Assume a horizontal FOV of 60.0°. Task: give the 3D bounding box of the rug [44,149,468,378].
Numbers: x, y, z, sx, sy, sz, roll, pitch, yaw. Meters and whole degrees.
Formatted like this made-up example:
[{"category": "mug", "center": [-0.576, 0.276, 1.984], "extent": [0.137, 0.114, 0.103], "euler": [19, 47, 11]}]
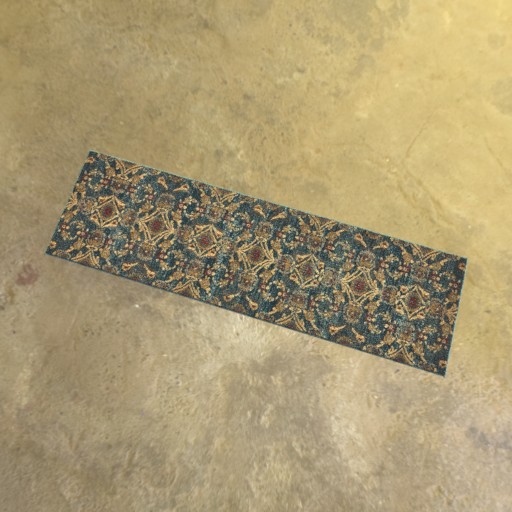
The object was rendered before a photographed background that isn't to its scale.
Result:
[{"category": "rug", "center": [0.000, 0.000, 2.495], "extent": [2.292, 0.014, 0.685], "euler": [17, 76, 4]}]
